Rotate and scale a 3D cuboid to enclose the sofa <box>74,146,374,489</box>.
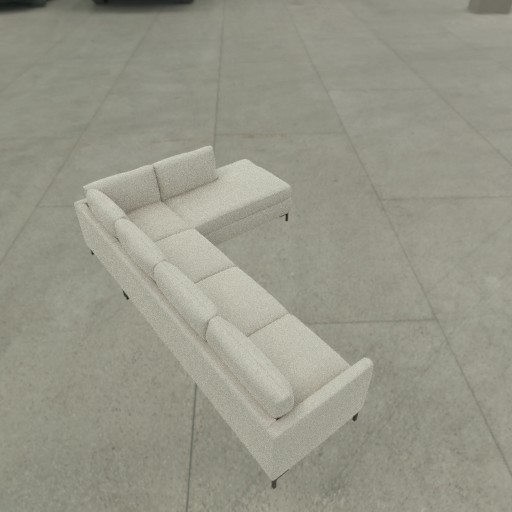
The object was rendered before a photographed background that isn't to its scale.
[{"bbox_3d":[0.000,0.000,3.773,2.007,0.815,2.949,-26,46,-28],"label":"sofa"}]
